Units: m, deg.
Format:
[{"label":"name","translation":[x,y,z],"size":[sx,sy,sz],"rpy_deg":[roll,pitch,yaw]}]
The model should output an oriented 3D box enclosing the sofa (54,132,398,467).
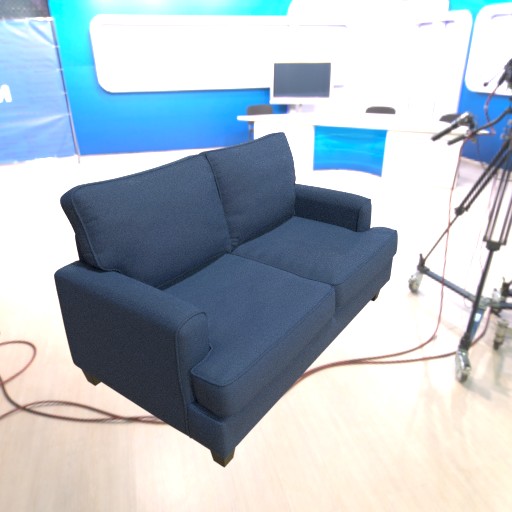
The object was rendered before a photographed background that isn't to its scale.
[{"label":"sofa","translation":[0.000,0.000,2.236],"size":[0.965,0.965,1.651],"rpy_deg":[17,31,32]}]
